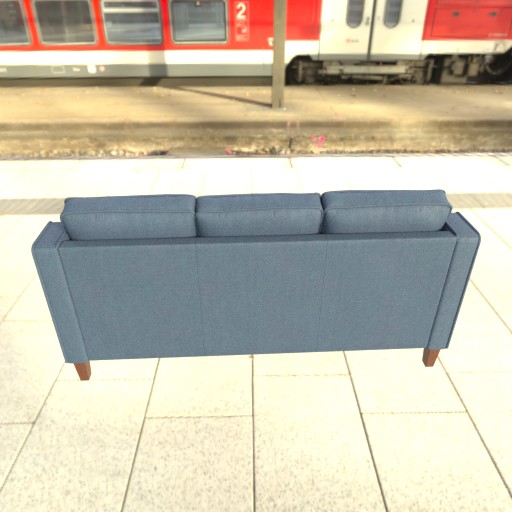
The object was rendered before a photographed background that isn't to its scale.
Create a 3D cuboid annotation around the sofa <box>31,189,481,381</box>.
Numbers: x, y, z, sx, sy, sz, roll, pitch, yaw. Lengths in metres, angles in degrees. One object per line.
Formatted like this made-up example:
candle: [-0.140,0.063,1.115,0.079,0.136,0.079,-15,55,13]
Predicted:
sofa: [0.000,0.000,2.497,1.986,0.974,0.911,-2,31,-3]
